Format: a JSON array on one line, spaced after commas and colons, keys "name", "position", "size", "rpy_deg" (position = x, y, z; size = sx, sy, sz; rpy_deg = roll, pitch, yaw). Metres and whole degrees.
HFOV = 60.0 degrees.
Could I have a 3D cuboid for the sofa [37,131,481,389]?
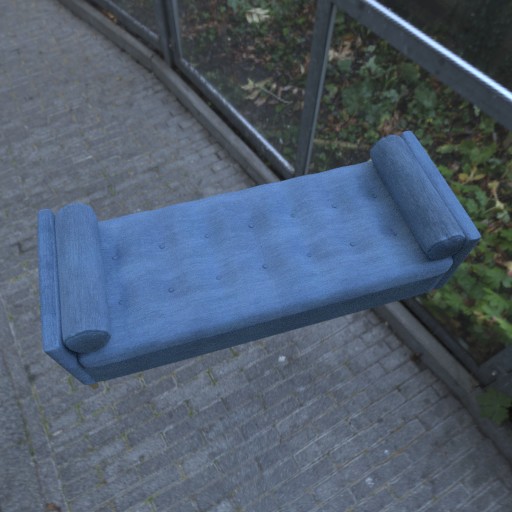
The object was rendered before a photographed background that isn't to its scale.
[{"name": "sofa", "position": [0.000, 0.000, 2.441], "size": [2.102, 0.705, 0.796], "rpy_deg": [-14, 60, -8]}]
